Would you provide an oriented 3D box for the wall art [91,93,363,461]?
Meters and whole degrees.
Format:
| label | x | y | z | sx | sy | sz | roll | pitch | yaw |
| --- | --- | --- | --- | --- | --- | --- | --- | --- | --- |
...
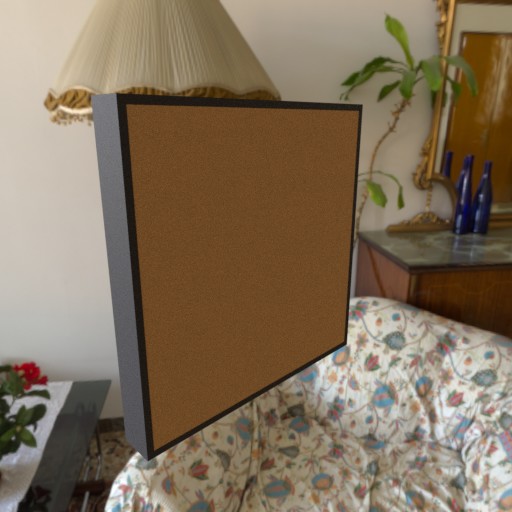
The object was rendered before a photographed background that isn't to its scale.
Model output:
| label | x | y | z | sx | sy | sz | roll | pitch | yaw |
| --- | --- | --- | --- | --- | --- | --- | --- | --- | --- |
| wall art | 0.000 | 0.000 | 0.460 | 0.304 | 0.304 | 0.038 | -16 | 23 | -42 |
